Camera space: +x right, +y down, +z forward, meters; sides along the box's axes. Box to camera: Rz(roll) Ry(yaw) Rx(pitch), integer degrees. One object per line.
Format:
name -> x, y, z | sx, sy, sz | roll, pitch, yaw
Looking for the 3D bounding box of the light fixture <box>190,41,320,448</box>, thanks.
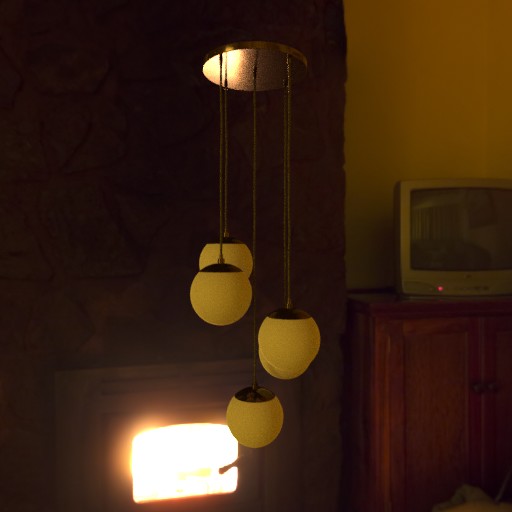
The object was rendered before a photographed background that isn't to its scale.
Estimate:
light fixture -> 0.000, 0.000, 1.483 | 0.484, 1.271, 0.489 | 0, 1, -34
